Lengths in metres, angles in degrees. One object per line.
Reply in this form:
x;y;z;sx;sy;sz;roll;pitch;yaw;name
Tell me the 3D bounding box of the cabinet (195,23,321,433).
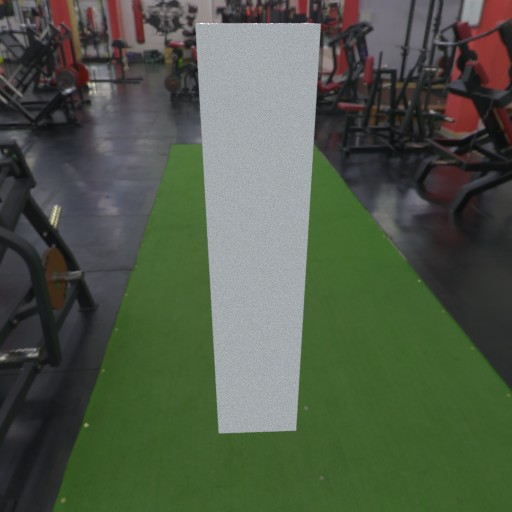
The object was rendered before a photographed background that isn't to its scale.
0.000;0.000;1.507;0.300;1.400;0.270;-1;28;-2;cabinet
